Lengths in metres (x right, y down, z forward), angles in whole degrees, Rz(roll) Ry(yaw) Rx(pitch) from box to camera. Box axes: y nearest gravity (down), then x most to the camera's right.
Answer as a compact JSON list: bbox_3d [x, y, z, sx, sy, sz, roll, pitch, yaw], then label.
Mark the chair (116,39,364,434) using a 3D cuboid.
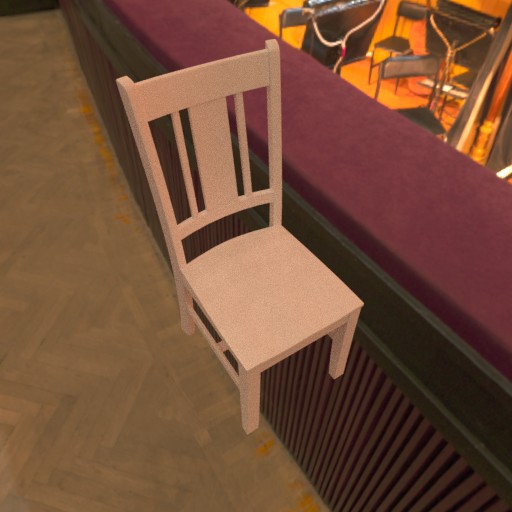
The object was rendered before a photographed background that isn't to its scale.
[{"bbox_3d":[0.000,0.000,1.327,0.450,0.998,0.555,-25,51,-22],"label":"chair"}]
